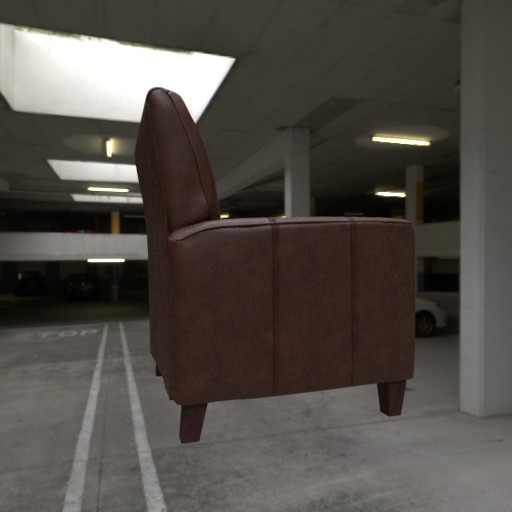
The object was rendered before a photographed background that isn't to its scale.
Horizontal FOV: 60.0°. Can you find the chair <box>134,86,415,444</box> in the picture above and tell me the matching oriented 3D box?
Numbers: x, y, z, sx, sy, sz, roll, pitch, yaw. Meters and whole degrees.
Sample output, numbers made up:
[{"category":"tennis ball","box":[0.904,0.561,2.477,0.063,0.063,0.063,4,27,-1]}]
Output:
[{"category":"chair","box":[0.000,0.000,1.644,0.850,1.010,0.839,0,0,-18]}]
